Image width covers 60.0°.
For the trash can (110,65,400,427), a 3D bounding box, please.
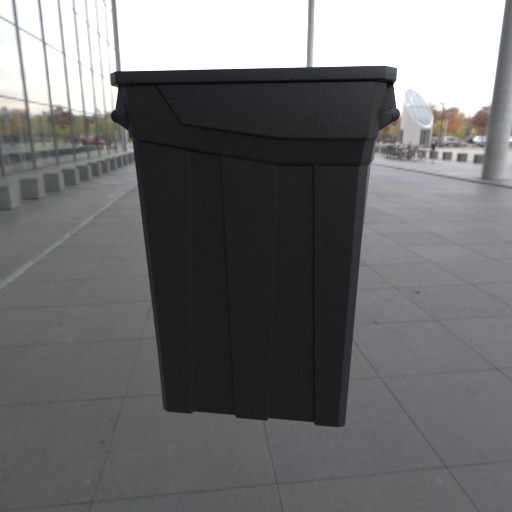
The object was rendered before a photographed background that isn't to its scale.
[{"bbox_3d":[0.000,0.000,1.016,0.559,0.762,0.281,2,15,8],"label":"trash can"}]
